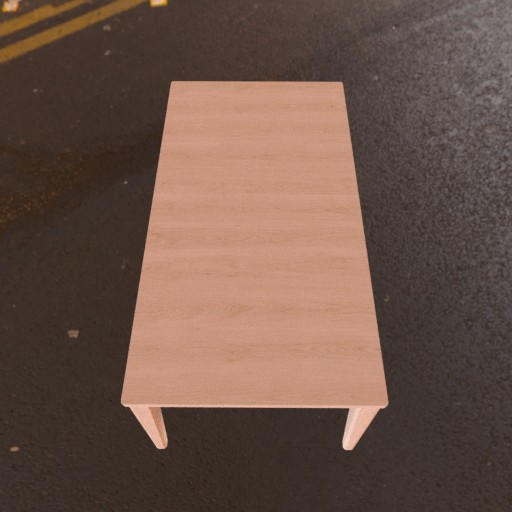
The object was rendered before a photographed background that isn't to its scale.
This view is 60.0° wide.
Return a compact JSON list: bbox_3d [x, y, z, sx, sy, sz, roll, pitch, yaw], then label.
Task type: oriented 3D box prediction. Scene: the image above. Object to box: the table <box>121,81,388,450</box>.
[{"bbox_3d":[0.000,0.000,2.105,0.900,0.760,1.600,0,59,0],"label":"table"}]
